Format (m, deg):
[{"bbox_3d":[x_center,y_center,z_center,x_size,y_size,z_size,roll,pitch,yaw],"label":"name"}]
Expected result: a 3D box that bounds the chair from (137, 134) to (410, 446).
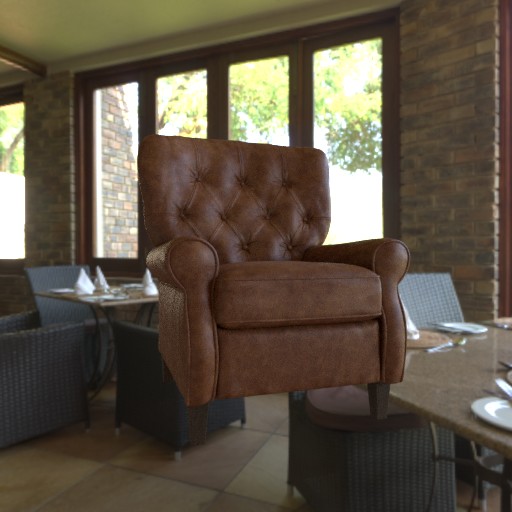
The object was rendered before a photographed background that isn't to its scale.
[{"bbox_3d":[0.000,0.000,1.889,0.951,1.164,1.059,0,1,-19],"label":"chair"}]
